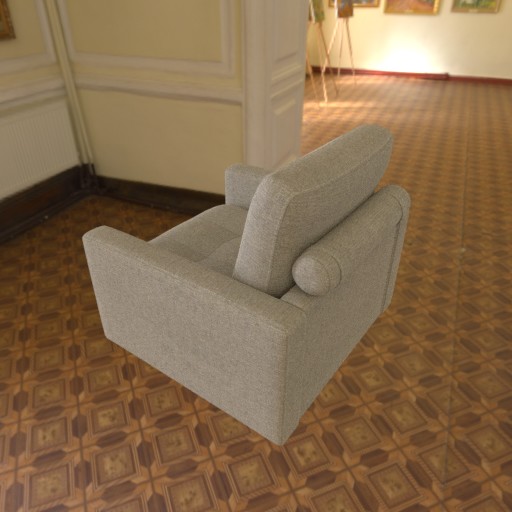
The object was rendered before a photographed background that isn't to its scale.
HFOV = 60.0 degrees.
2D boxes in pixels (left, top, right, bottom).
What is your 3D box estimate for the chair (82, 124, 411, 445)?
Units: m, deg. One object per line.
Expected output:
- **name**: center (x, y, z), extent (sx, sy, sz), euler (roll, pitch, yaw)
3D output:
- **chair**: center (0.000, 0.000, 1.550), extent (0.843, 0.880, 0.821), euler (21, 38, 30)
